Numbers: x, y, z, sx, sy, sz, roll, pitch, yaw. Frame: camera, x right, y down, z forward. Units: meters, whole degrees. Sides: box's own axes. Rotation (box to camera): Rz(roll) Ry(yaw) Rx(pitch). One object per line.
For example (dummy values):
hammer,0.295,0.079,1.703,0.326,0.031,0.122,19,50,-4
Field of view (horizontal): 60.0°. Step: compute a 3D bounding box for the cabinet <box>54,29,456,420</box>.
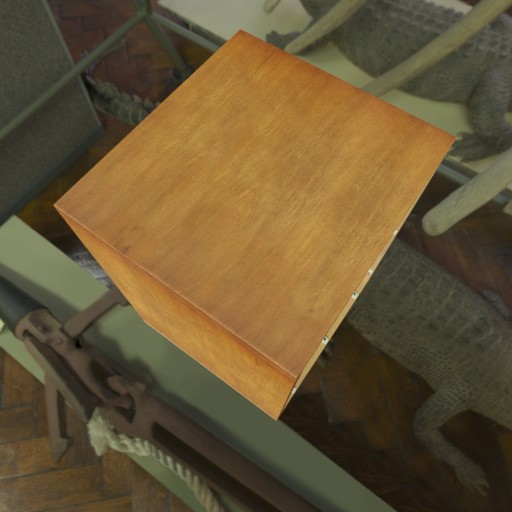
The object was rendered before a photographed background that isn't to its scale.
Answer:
cabinet,0.000,0.000,0.864,0.401,0.579,0.409,33,69,14
